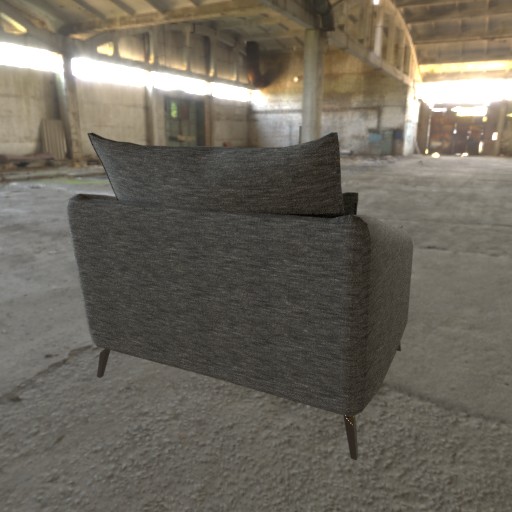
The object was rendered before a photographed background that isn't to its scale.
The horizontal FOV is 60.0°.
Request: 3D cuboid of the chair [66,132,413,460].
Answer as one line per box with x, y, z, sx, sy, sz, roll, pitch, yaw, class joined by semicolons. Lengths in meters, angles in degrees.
0.000;0.000;1.573;1.004;0.842;0.805;8;17;26;chair
